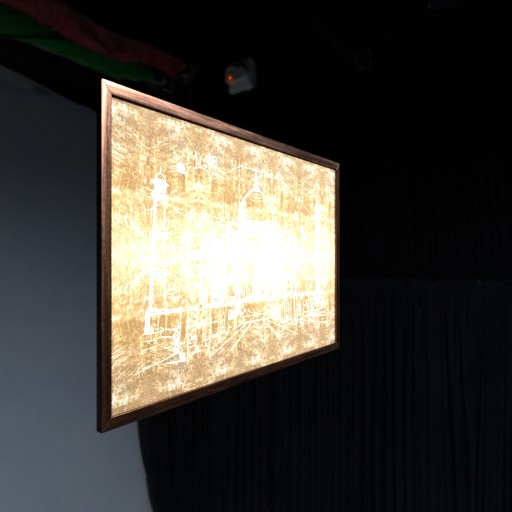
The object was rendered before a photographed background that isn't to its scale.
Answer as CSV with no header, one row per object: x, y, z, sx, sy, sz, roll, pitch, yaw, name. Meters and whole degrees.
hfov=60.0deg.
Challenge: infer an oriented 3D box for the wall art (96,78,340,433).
0.000,0.000,1.025,0.014,0.559,0.816,0,0,37,wall art
